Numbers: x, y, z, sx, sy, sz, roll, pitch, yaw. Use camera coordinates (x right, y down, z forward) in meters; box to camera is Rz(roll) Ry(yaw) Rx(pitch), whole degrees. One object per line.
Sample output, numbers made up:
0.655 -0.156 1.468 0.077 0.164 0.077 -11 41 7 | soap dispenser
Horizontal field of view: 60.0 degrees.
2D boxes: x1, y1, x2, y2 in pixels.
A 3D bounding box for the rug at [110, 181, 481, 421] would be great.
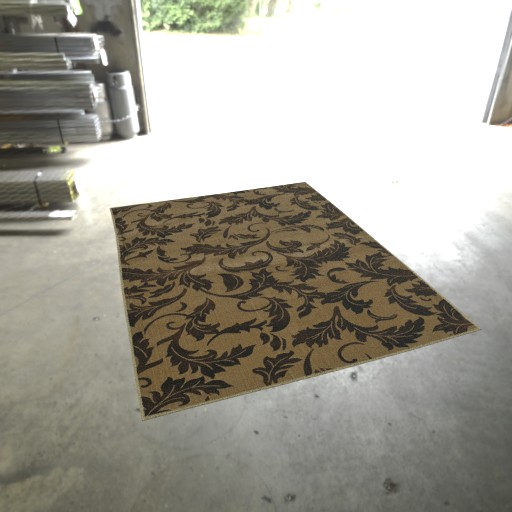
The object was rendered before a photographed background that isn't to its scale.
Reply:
0.000 0.000 3.999 2.380 0.008 2.977 -10 33 -16 | rug
